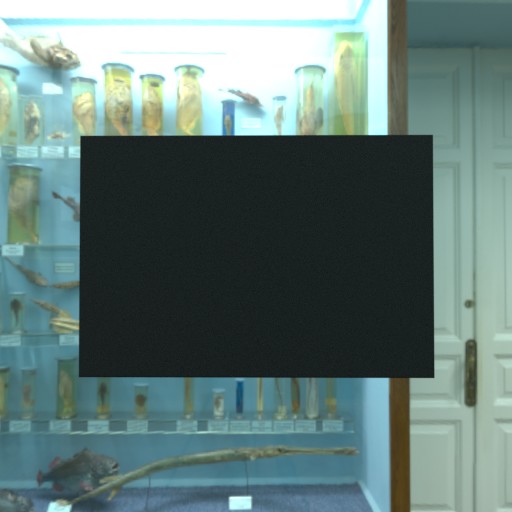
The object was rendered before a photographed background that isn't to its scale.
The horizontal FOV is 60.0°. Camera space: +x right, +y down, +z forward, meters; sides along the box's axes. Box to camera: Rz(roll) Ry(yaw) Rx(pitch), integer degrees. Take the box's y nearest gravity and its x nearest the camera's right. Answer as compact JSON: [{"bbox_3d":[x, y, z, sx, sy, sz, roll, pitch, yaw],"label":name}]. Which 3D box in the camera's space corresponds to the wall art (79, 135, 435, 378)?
[{"bbox_3d":[0.000,0.000,1.211,0.958,0.656,0.026,0,-1,1],"label":"wall art"}]
